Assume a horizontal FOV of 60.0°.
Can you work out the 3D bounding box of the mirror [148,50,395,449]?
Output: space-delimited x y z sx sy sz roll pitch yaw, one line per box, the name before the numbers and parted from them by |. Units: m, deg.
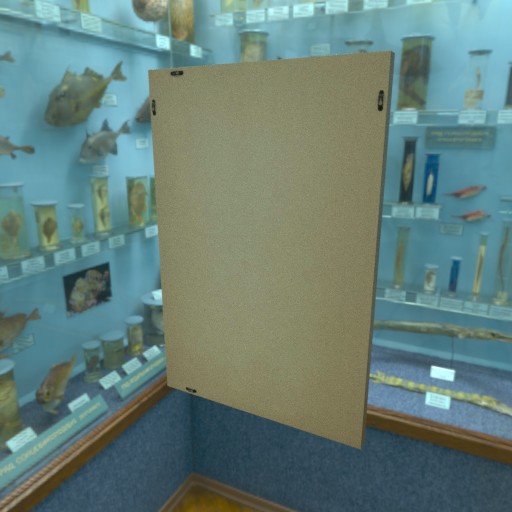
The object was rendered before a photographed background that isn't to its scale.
mirror | 0.000 0.000 1.132 0.609 0.915 0.040 8 18 27
